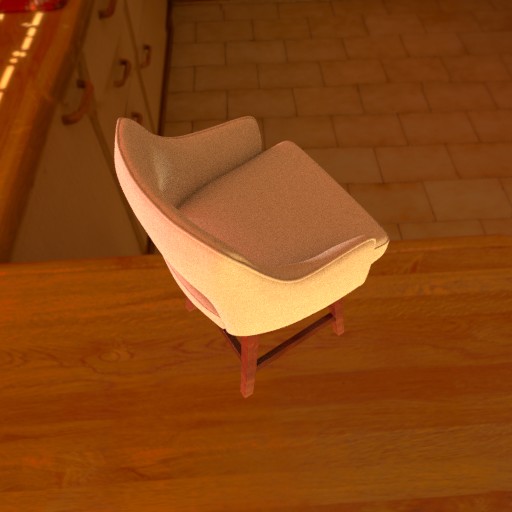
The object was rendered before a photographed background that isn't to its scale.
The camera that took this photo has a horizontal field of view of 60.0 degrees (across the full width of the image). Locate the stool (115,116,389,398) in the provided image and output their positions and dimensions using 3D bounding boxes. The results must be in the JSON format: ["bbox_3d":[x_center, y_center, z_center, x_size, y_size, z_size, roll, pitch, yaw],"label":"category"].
[{"bbox_3d":[0.000,0.000,1.287,0.560,0.936,0.550,-29,61,-18],"label":"stool"}]
